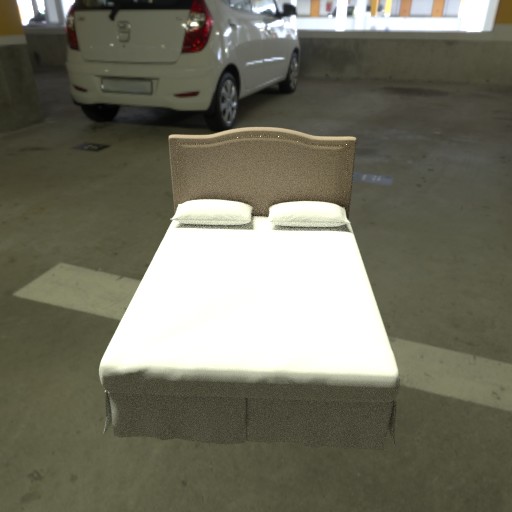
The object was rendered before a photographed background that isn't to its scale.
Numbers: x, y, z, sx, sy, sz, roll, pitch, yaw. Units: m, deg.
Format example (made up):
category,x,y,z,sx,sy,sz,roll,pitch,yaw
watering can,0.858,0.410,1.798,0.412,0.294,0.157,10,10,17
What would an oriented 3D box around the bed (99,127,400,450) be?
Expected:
category,x,y,z,sx,sy,sz,roll,pitch,yaw
bed,0.000,0.000,3.372,1.821,1.436,2.282,1,29,2
